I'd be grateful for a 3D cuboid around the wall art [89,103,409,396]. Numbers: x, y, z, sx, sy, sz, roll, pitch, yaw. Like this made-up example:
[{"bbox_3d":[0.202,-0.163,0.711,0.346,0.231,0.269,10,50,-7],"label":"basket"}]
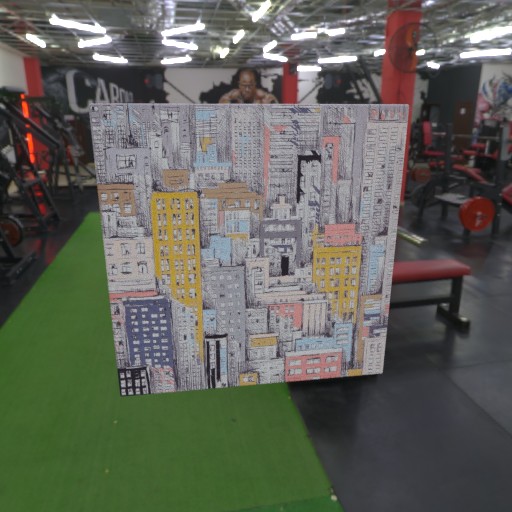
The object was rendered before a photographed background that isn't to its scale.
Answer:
[{"bbox_3d":[0.000,0.000,1.175,0.761,0.762,0.048,-3,18,-8],"label":"wall art"}]
